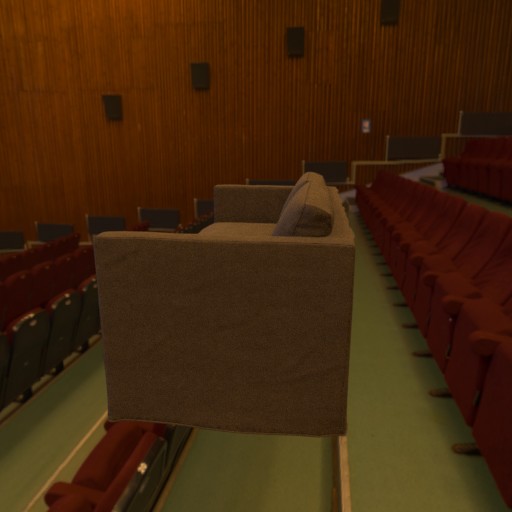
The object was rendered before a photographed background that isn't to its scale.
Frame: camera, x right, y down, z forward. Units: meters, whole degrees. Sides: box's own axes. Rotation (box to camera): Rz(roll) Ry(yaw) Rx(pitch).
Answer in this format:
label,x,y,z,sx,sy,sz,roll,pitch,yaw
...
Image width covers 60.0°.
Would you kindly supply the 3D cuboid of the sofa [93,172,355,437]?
label,x,y,z,sx,sy,sz,roll,pitch,yaw
sofa,0.000,0.000,2.493,0.953,0.855,1.982,2,15,8
